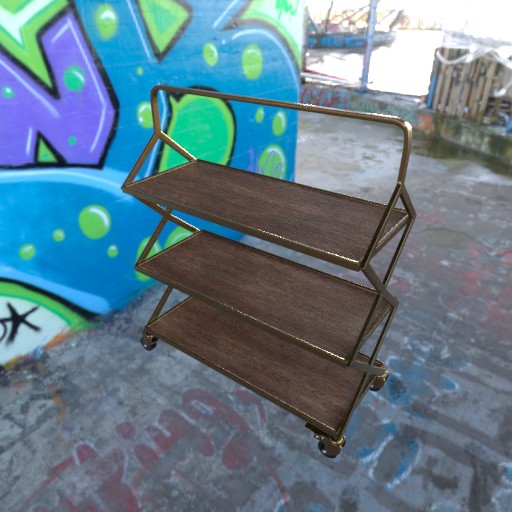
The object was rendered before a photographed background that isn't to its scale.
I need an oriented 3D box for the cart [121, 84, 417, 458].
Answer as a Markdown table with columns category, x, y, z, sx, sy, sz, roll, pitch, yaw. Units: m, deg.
| category | x | y | z | sx | sy | sz | roll | pitch | yaw |
| --- | --- | --- | --- | --- | --- | --- | --- | --- | --- |
| cart | 0.000 | 0.000 | 1.180 | 0.723 | 0.805 | 0.313 | 20 | 35 | 31 |
